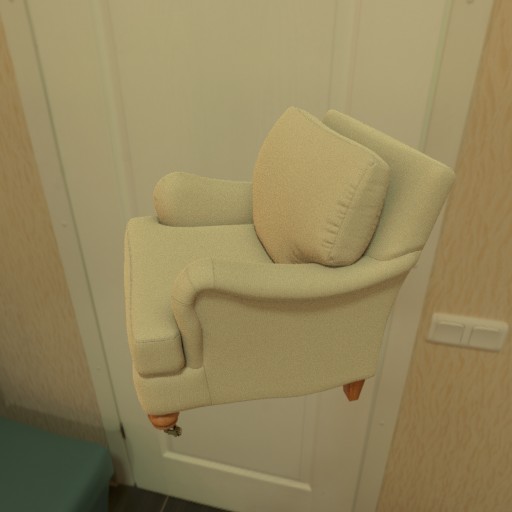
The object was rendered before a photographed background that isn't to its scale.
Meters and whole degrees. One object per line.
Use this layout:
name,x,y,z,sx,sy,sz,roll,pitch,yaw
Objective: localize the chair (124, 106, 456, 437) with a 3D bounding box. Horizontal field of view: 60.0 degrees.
chair,0.000,0.000,1.840,1.070,1.038,0.955,-8,31,-13
